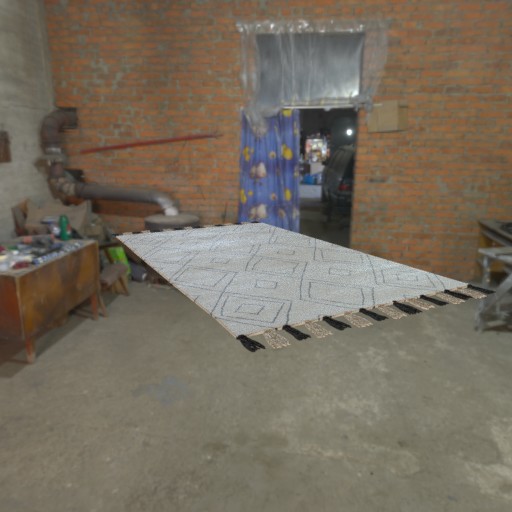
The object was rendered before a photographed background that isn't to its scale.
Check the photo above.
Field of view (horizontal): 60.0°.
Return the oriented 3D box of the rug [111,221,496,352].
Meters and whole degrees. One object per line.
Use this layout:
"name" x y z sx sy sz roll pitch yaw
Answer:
"rug" 0.000 0.000 3.231 1.524 0.021 2.755 -7 16 -28
